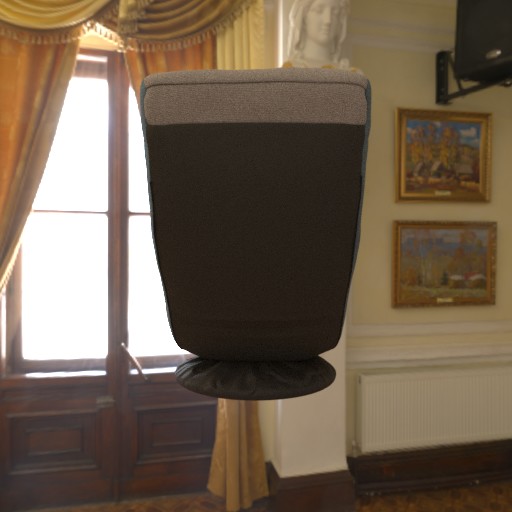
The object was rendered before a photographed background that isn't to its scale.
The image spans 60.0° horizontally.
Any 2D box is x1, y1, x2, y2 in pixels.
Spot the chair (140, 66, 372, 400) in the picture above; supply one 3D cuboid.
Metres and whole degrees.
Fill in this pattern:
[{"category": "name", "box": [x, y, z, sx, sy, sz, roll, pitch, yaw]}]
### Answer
[{"category": "chair", "box": [0.000, 0.000, 1.052, 0.420, 0.641, 0.661, 0, 0, 0]}]
